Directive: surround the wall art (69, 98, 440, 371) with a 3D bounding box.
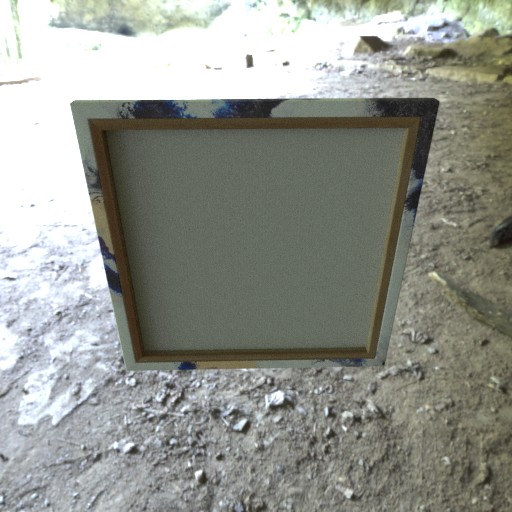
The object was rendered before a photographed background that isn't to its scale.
[{"bbox_3d":[0.000,0.000,1.304,0.887,0.885,0.038,-1,32,-1],"label":"wall art"}]
